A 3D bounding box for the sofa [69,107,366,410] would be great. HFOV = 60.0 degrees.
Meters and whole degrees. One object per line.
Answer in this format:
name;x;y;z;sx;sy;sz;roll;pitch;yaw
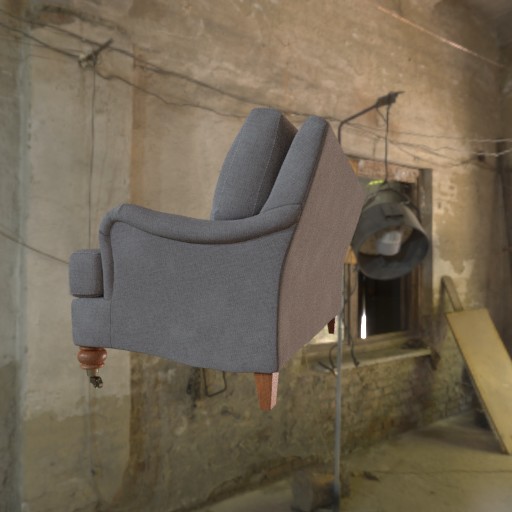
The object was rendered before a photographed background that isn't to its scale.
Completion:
sofa;0.000;0.000;2.485;1.084;1.101;1.853;0;0;18
